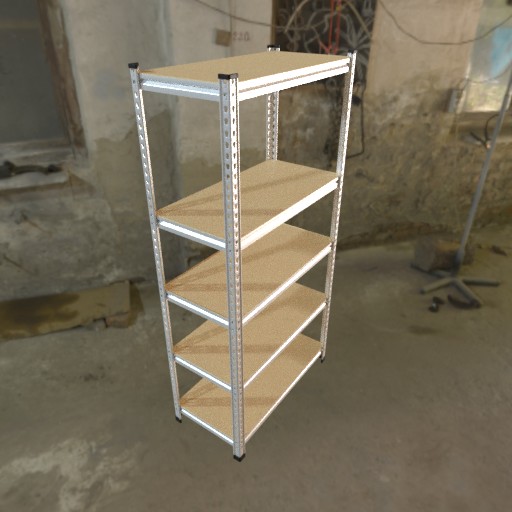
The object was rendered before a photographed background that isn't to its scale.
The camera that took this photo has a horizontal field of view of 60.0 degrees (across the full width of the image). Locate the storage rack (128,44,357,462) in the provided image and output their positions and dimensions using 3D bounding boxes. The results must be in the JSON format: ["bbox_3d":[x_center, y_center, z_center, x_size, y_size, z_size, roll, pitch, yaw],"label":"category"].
[{"bbox_3d":[0.000,0.000,2.212,0.457,1.829,0.914,20,36,30],"label":"storage rack"}]
